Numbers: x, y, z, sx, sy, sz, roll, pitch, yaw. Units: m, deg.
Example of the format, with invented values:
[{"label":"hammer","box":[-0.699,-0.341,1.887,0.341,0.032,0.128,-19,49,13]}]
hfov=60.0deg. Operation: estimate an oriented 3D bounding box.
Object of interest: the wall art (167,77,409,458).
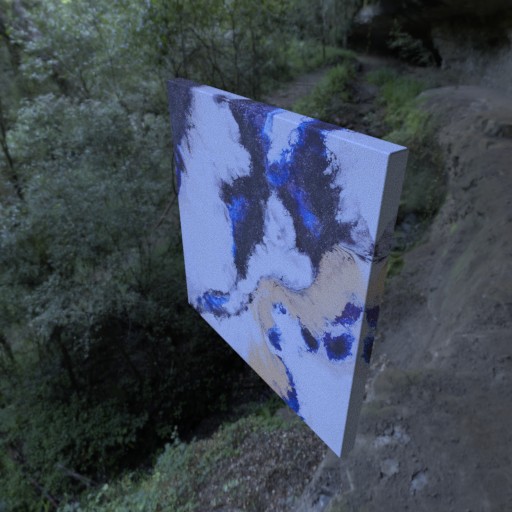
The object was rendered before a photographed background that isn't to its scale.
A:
[{"label":"wall art","box":[0.000,0.000,0.918,0.039,0.609,0.609,-21,37,-30]}]
